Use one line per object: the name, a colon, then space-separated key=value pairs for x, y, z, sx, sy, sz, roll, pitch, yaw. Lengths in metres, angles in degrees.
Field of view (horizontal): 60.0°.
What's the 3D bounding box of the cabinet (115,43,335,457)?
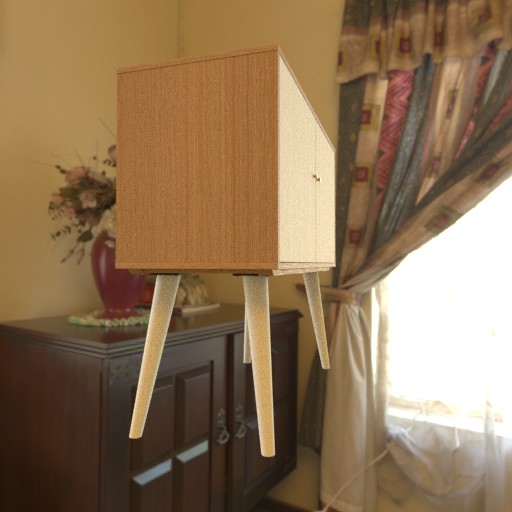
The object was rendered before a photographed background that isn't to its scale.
cabinet: x=0.000 y=0.000 z=1.641 sx=0.470 sy=1.016 sz=1.057 roll=0 pitch=-1 yaw=18
